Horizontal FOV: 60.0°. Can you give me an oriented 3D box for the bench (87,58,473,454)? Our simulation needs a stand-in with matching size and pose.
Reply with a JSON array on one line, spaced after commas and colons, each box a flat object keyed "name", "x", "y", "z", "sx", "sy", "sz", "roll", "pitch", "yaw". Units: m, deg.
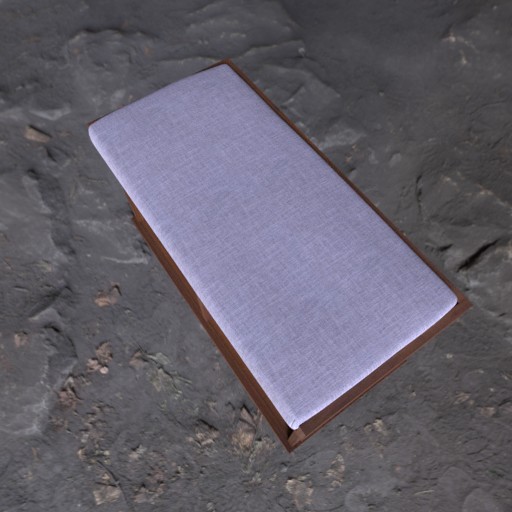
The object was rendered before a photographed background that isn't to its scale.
[{"name": "bench", "x": 0.000, "y": 0.000, "z": 1.000, "sx": 0.362, "sy": 0.461, "sz": 0.734, "roll": -32, "pitch": 67, "yaw": -15}]
